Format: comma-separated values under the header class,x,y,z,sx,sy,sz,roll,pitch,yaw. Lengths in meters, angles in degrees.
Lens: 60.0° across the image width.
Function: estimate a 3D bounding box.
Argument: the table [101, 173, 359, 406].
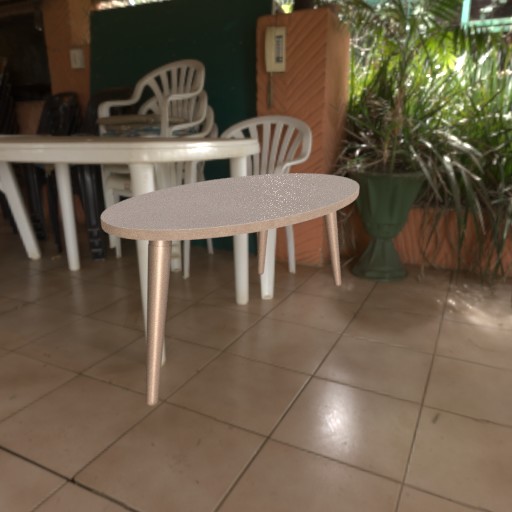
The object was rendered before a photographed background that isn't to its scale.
class,x,y,z,sx,sy,sz,roll,pitch,yaw
table,0.000,0.000,1.331,0.542,0.390,1.083,8,18,24
